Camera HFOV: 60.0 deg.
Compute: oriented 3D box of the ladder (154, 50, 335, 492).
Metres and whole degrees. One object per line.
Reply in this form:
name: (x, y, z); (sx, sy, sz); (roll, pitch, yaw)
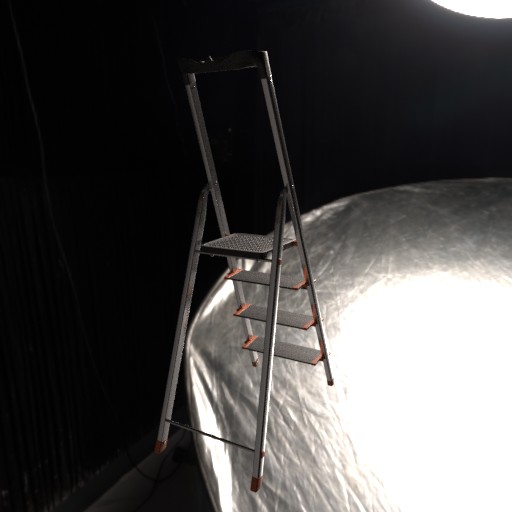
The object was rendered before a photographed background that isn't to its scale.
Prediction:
ladder: (0.000, 0.000, 1.798); (0.452, 1.429, 0.834); (7, 15, 27)
